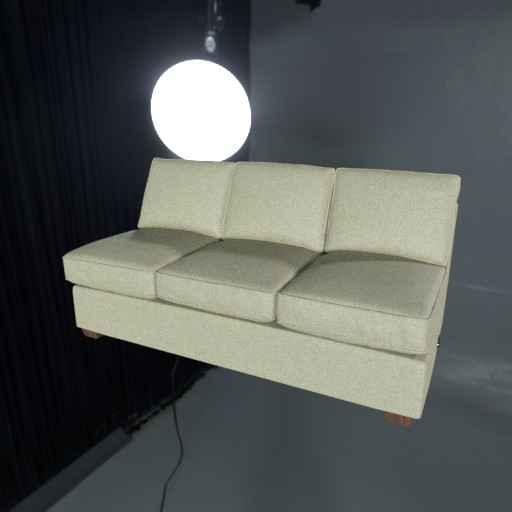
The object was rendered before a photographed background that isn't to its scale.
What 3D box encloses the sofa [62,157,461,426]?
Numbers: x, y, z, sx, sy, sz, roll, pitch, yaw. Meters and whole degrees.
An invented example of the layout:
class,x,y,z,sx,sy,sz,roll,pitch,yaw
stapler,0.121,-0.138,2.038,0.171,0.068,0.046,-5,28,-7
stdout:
class,x,y,z,sx,sy,sz,roll,pitch,yaw
sofa,0.000,0.000,2.463,1.962,0.973,1.027,8,18,26
